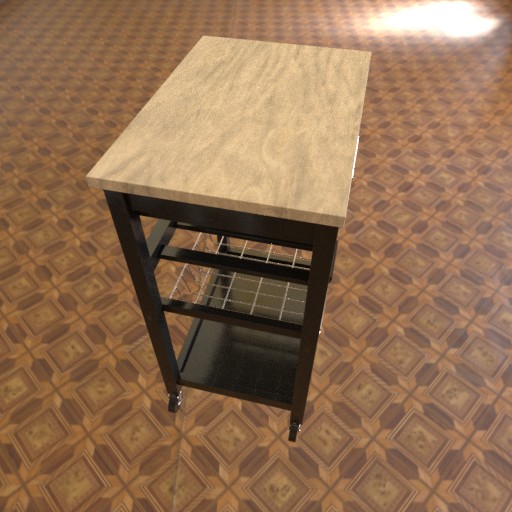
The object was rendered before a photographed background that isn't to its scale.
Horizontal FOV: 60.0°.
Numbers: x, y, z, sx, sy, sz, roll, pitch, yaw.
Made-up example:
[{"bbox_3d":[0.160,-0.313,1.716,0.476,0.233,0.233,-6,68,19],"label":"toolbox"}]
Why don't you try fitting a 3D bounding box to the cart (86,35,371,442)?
[{"bbox_3d":[0.000,0.000,1.141,0.403,0.839,0.584,10,48,9],"label":"cart"}]
